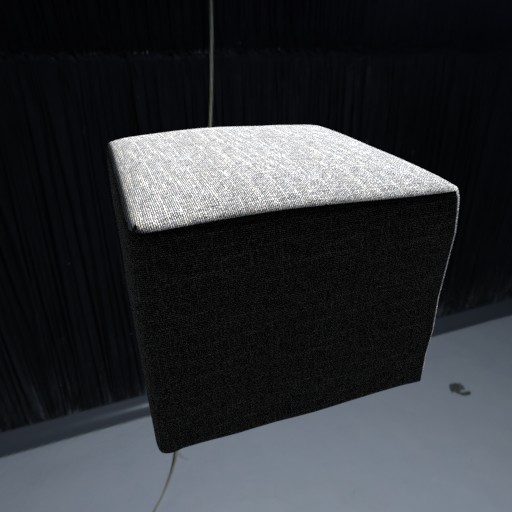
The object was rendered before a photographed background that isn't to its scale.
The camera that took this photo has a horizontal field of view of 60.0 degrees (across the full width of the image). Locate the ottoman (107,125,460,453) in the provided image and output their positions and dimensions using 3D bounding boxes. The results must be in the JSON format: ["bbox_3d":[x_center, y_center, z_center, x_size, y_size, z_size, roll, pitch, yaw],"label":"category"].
[{"bbox_3d":[0.000,0.000,0.901,0.512,0.453,0.521,-9,29,-17],"label":"ottoman"}]
